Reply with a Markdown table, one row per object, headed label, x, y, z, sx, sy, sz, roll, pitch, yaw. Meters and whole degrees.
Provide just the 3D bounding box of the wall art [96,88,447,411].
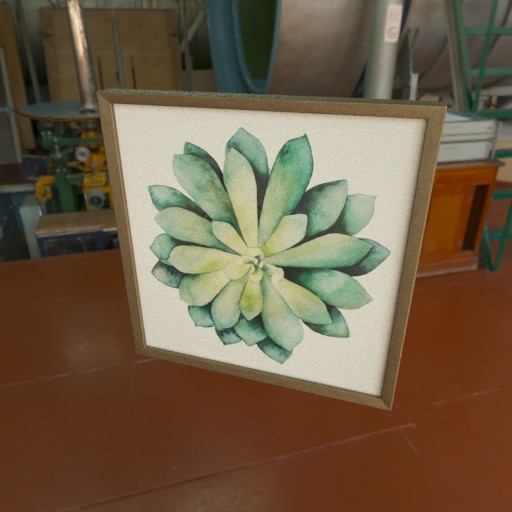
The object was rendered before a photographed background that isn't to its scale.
| label | x | y | z | sx | sy | sz | roll | pitch | yaw |
| --- | --- | --- | --- | --- | --- | --- | --- | --- | --- |
| wall art | 0.000 | 0.000 | 0.740 | 0.503 | 0.506 | 0.040 | 8 | 28 | 16 |
